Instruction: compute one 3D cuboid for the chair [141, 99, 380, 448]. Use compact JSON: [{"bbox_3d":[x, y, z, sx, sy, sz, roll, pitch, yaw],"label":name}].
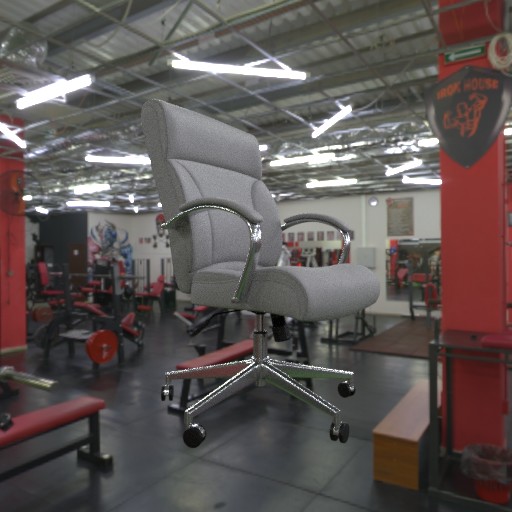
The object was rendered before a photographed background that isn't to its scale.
[{"bbox_3d":[0.000,0.000,1.571,0.745,1.099,0.727,0,0,35],"label":"chair"}]
